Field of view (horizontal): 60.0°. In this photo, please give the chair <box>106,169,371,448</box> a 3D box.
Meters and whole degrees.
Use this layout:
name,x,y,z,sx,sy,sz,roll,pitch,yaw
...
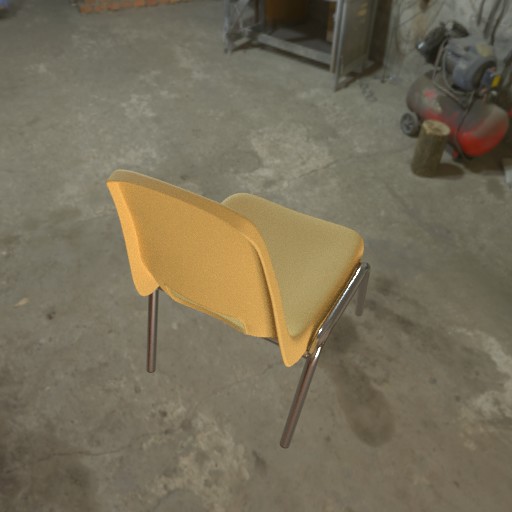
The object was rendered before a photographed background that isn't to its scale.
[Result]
name,x,y,z,sx,sy,sz,roll,pitch,yaw
chair,0.000,0.000,0.776,0.354,0.536,0.385,22,49,20
